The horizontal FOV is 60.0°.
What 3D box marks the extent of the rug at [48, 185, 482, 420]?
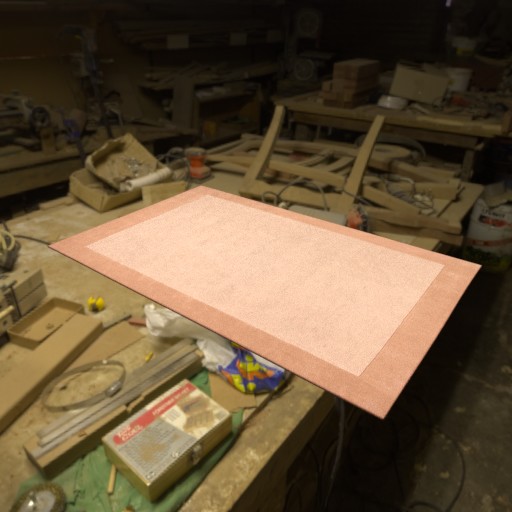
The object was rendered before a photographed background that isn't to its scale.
[{"bbox_3d":[0.000,0.000,2.926,2.438,0.014,1.524,20,35,32],"label":"rug"}]
